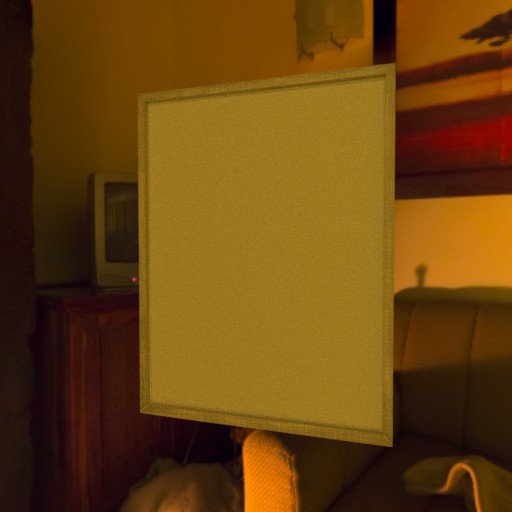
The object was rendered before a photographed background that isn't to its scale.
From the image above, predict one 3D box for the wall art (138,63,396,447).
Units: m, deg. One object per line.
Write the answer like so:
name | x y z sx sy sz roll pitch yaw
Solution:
wall art | 0.000 0.000 1.312 0.781 1.022 0.035 0 2 18
